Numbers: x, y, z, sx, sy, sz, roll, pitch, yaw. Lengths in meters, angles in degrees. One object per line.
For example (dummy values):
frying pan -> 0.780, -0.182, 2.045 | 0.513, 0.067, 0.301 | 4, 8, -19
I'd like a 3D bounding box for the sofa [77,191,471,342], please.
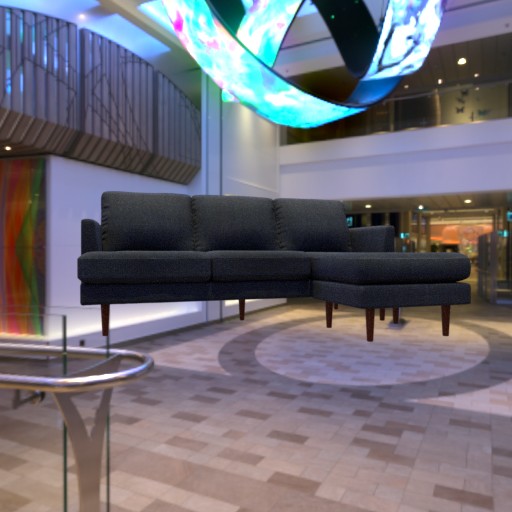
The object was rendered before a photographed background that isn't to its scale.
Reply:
sofa -> 0.000, 0.000, 2.993 | 2.233, 0.956, 1.504 | 0, 0, -19
